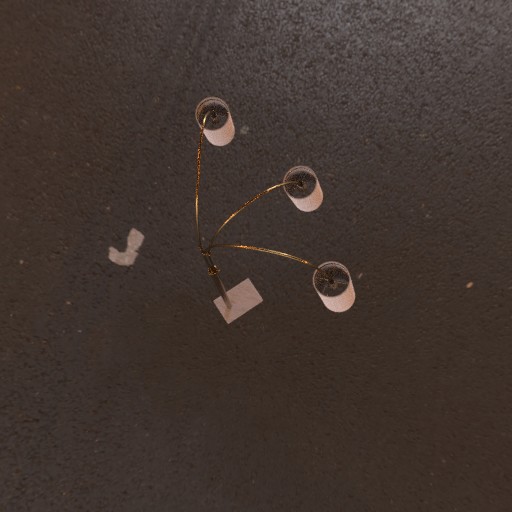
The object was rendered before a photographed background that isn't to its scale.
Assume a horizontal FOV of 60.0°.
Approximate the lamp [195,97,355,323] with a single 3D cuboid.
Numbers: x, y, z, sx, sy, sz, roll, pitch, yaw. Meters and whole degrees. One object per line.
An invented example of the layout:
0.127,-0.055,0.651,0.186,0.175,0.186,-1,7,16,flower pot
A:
0.000,0.000,2.449,0.667,2.055,1.020,-33,79,-8,lamp
